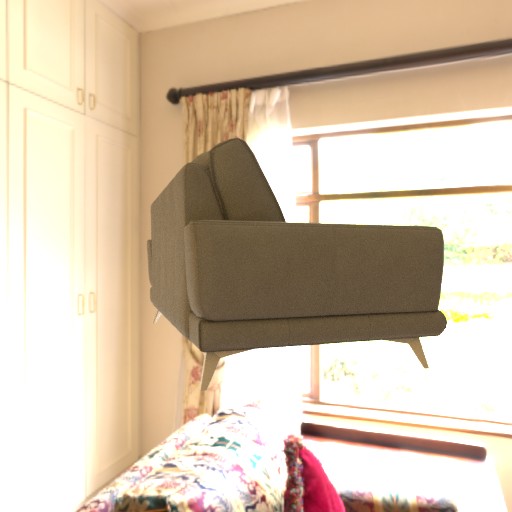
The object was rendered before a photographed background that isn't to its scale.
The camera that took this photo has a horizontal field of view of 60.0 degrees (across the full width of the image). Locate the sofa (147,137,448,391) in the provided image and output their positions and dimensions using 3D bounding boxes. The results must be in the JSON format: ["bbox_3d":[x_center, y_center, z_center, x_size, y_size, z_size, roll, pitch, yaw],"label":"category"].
[{"bbox_3d":[0.000,0.000,2.404,1.018,0.907,1.806,0,0,-19],"label":"sofa"}]
